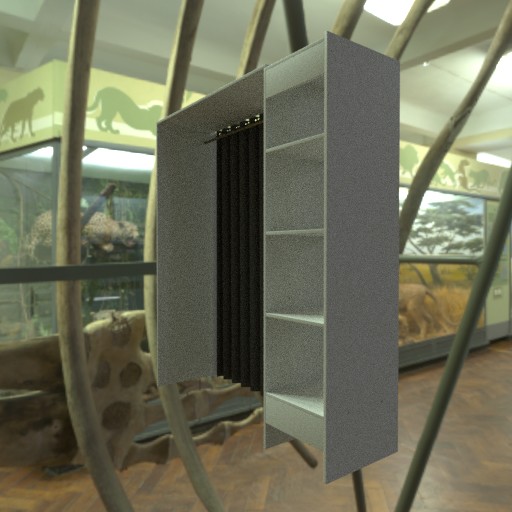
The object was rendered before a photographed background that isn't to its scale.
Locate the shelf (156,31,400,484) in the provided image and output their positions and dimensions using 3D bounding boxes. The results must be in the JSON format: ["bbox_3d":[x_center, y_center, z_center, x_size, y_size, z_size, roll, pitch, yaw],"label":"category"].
[{"bbox_3d":[0.000,0.000,2.554,0.500,1.810,1.600,-1,1,-37],"label":"shelf"}]
